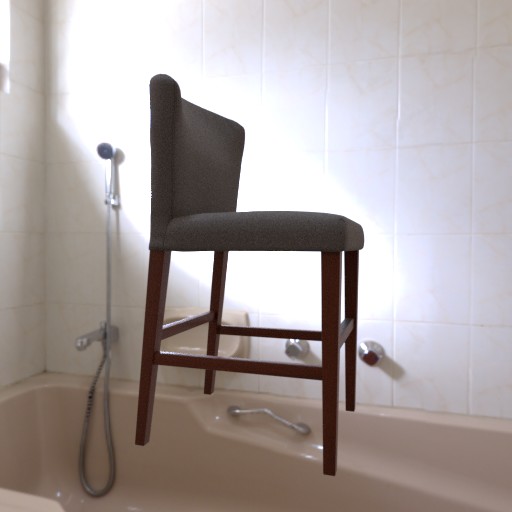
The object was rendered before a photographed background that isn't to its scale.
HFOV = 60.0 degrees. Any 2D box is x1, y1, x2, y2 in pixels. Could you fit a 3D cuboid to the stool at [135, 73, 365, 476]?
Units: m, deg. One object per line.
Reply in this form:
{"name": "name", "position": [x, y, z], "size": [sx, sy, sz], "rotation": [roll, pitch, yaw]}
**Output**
{"name": "stool", "position": [0.000, 0.000, 1.259], "size": [0.568, 0.968, 0.481], "rotation": [0, 1, 18]}
